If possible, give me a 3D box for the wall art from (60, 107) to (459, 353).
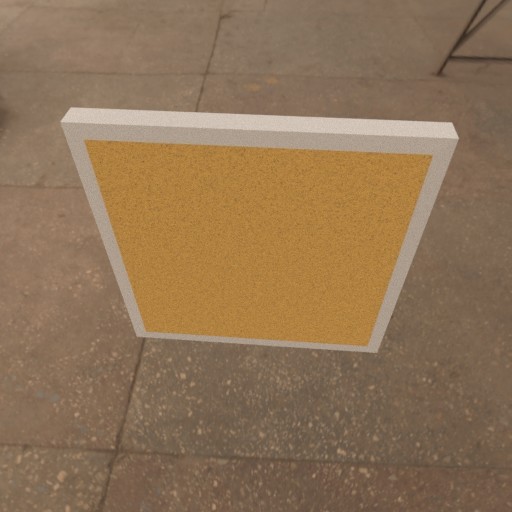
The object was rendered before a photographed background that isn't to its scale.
[{"bbox_3d":[0.000,0.000,1.933,1.289,1.291,0.098,3,47,3],"label":"wall art"}]
